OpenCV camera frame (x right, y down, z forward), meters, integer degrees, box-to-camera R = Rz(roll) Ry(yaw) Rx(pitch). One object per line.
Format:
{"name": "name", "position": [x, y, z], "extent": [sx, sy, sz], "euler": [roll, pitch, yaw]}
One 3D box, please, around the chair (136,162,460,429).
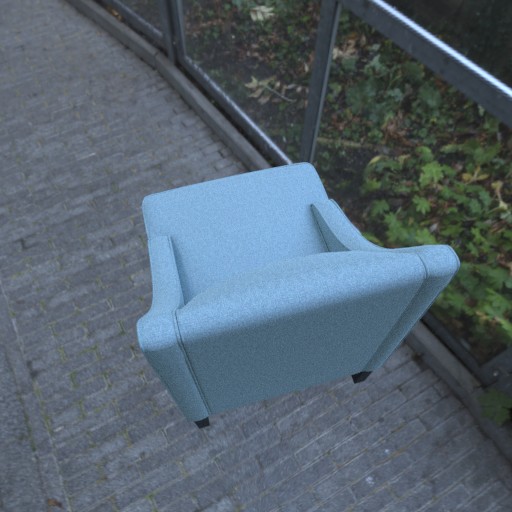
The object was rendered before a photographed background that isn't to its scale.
{"name": "chair", "position": [0.000, 0.000, 1.830], "extent": [0.857, 1.133, 1.025], "euler": [-13, 60, -8]}
